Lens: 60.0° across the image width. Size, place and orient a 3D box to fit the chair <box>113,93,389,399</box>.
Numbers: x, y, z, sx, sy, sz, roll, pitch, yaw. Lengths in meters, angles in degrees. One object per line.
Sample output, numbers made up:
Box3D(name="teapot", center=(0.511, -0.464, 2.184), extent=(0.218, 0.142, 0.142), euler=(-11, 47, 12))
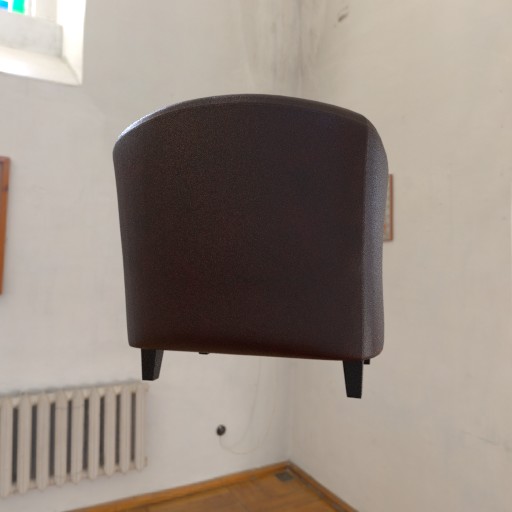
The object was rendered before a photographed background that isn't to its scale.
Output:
Box3D(name="chair", center=(0.000, 0.000, 1.378), extent=(0.792, 0.756, 0.727), euler=(0, -2, 17))
